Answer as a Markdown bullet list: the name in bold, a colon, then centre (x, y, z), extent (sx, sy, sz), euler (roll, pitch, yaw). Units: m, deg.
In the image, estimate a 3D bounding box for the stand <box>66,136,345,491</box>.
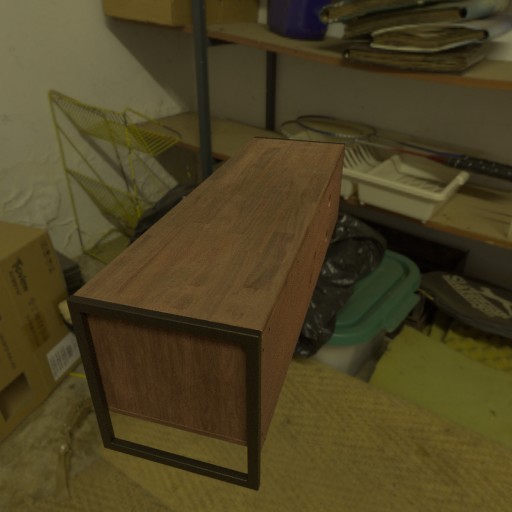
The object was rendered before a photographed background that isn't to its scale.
- **stand**: centre (0.000, 0.000, 1.680), extent (0.454, 0.506, 1.480), euler (8, 31, 14)
